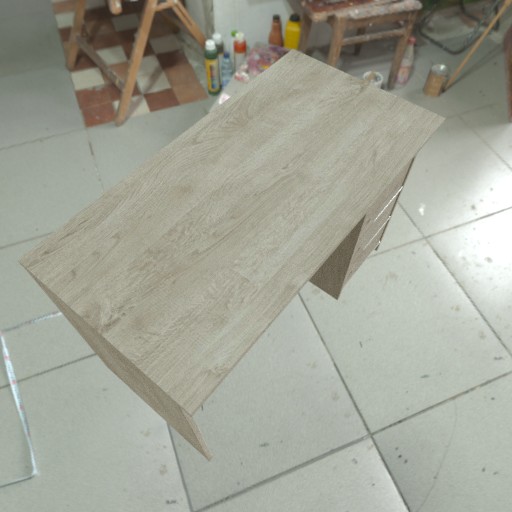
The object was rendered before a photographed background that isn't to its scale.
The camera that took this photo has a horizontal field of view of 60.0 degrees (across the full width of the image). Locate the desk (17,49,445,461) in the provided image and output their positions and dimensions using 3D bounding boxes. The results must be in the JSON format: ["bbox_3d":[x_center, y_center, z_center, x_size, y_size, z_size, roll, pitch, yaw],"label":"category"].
[{"bbox_3d":[0.000,0.000,1.482,0.560,0.730,1.096,34,63,20],"label":"desk"}]
